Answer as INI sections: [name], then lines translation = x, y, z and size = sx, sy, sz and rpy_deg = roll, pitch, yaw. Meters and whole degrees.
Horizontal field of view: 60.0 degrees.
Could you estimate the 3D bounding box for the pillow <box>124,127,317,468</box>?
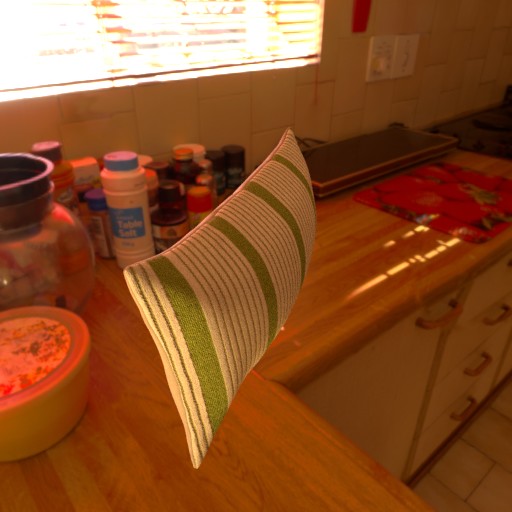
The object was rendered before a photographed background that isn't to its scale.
[pillow]
translation = 0.000, 0.000, 0.748
size = 0.156, 0.292, 0.608
rpy_deg = 10, 32, 17
